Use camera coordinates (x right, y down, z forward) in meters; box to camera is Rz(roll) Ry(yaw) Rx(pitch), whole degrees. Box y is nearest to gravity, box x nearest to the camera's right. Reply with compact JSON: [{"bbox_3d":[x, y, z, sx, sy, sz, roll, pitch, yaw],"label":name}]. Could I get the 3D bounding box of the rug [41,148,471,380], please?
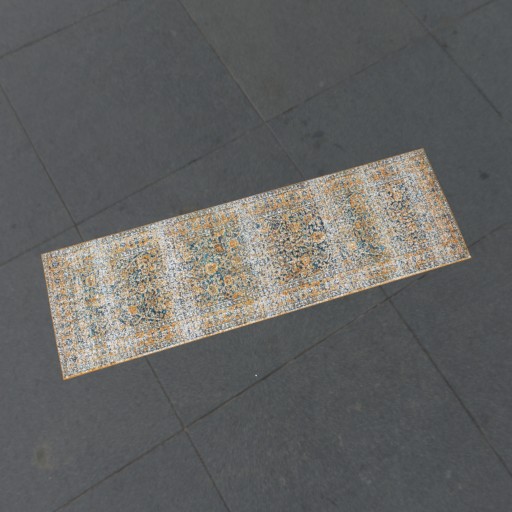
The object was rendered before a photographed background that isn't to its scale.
[{"bbox_3d":[0.000,0.000,2.466,2.294,0.014,0.704,-16,76,-4],"label":"rug"}]
